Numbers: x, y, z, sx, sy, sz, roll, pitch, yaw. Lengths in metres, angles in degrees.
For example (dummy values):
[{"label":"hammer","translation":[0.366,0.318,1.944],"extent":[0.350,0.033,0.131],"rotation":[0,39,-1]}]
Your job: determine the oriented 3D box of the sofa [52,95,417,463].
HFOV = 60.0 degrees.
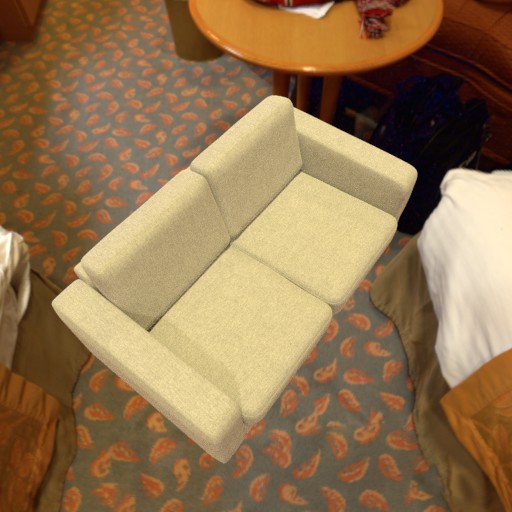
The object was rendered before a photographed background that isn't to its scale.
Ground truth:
[{"label":"sofa","translation":[0.000,0.000,2.066],"extent":[0.900,0.800,1.540],"rotation":[33,63,19]}]
